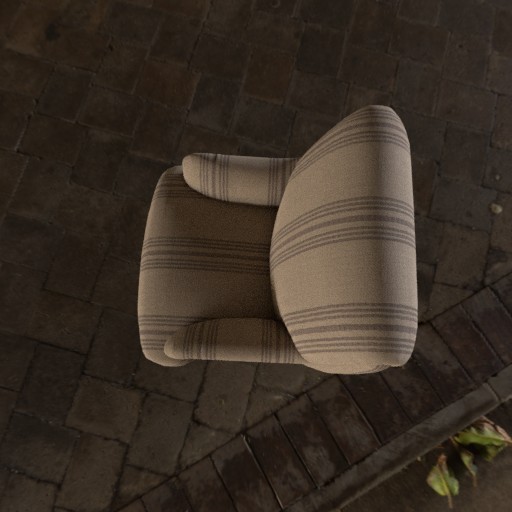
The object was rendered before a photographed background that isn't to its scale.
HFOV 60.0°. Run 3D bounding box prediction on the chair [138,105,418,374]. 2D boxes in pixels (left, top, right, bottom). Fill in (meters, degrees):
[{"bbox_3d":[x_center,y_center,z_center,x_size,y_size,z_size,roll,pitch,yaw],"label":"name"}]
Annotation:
[{"bbox_3d":[0.000,0.000,1.631,0.914,0.940,0.813,3,75,1],"label":"chair"}]
